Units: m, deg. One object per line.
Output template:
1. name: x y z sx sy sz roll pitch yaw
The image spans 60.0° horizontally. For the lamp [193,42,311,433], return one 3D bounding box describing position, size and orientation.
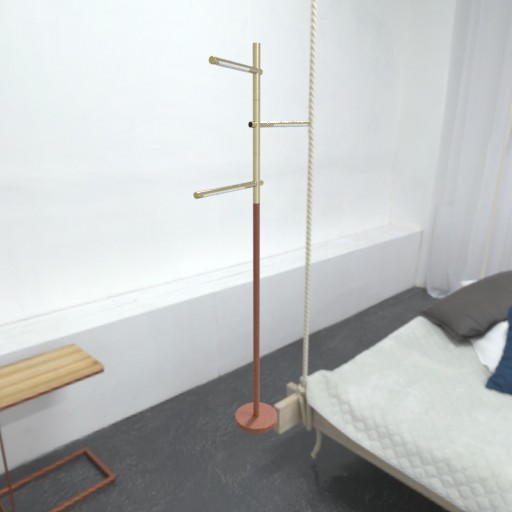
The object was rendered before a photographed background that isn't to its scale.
1. lamp: 0.000 0.000 1.947 0.209 1.704 0.737 9 19 26
